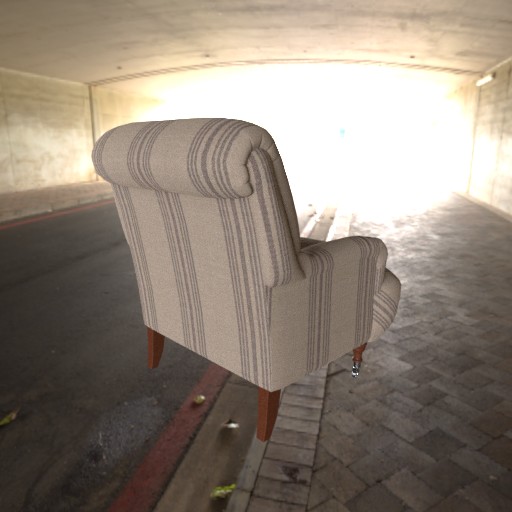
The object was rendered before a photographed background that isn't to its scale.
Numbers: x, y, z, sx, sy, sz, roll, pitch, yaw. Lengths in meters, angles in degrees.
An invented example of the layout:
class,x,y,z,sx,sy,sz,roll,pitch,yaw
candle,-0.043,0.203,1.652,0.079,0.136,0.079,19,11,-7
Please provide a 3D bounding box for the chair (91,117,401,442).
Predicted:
class,x,y,z,sx,sy,sz,roll,pitch,yaw
chair,0.000,0.000,1.629,0.914,0.940,0.813,-14,20,-43
